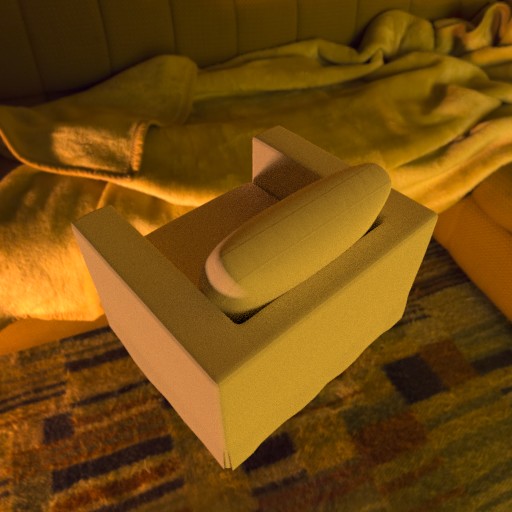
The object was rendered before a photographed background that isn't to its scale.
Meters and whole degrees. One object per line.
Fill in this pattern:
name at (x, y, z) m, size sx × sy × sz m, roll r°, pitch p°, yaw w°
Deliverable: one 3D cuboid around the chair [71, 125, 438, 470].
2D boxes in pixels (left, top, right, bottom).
chair at (0.000, 0.000, 1.872) m, size 1.150 × 0.878 × 0.957 m, roll -33°, pitch 54°, yaw -28°
